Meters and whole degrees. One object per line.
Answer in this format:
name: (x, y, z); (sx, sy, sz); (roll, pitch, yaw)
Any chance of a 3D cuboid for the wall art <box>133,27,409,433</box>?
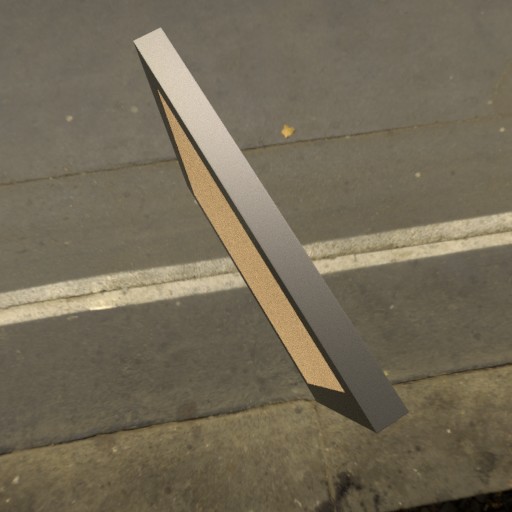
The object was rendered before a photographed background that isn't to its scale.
wall art: (0.000, 0.000, 0.511); (0.028, 0.321, 0.381); (-30, 78, -7)
